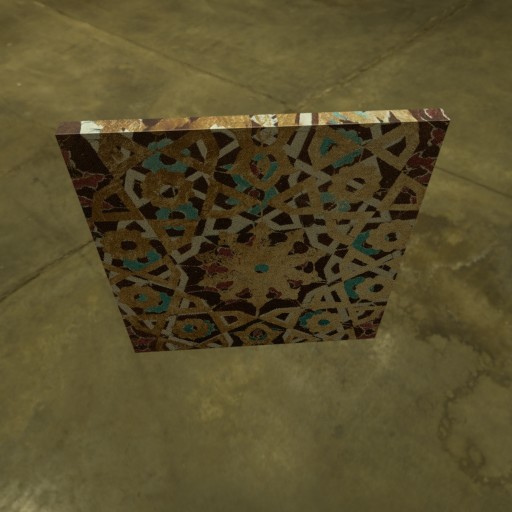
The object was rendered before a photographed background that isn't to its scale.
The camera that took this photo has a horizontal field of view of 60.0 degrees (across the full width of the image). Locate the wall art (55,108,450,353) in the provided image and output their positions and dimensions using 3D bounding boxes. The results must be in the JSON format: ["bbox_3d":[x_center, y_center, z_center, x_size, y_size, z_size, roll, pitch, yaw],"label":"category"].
[{"bbox_3d":[0.000,0.000,0.915,0.609,0.613,0.041,-3,46,-3],"label":"wall art"}]
